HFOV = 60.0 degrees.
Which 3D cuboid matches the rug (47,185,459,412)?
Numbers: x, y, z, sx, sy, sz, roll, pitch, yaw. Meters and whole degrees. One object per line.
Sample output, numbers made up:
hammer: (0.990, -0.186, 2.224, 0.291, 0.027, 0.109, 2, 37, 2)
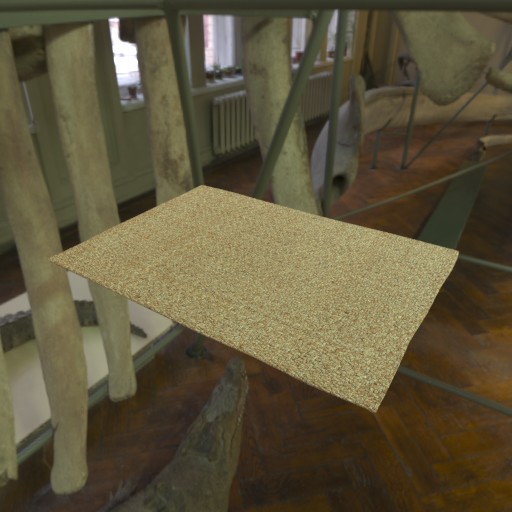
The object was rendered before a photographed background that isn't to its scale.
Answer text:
rug: (0.000, 0.000, 2.791, 2.141, 0.013, 1.566, 18, 34, 28)
